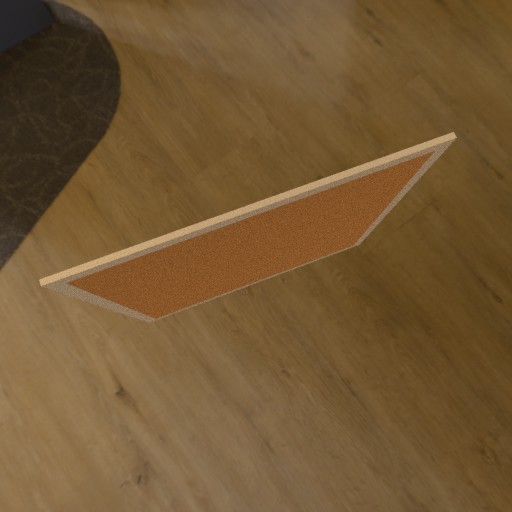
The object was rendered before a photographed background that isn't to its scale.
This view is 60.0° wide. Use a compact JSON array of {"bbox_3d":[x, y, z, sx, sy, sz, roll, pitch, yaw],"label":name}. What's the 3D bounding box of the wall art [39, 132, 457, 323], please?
[{"bbox_3d":[0.000,0.000,0.831,0.558,0.559,0.009,-20,78,-5],"label":"wall art"}]
